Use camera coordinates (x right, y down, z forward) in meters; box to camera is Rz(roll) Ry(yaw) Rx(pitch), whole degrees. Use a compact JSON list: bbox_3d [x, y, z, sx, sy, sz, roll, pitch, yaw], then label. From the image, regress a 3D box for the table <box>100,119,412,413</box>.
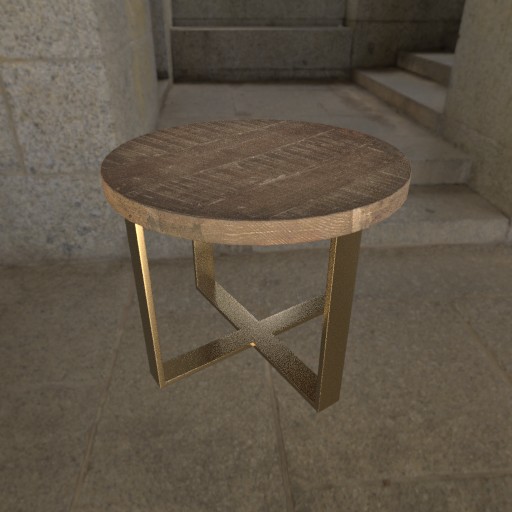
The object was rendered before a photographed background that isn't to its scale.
[{"bbox_3d":[0.000,0.000,0.938,0.557,0.437,0.557,0,31,0],"label":"table"}]
